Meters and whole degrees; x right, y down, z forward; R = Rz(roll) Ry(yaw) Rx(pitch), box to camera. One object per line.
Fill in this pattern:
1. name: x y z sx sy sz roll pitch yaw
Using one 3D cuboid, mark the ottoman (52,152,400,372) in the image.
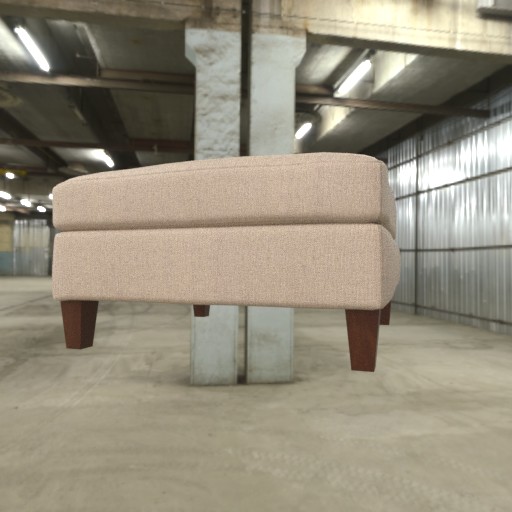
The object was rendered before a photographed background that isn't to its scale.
1. ottoman: 0.000 0.000 1.372 0.838 0.481 0.838 0 -1 19
